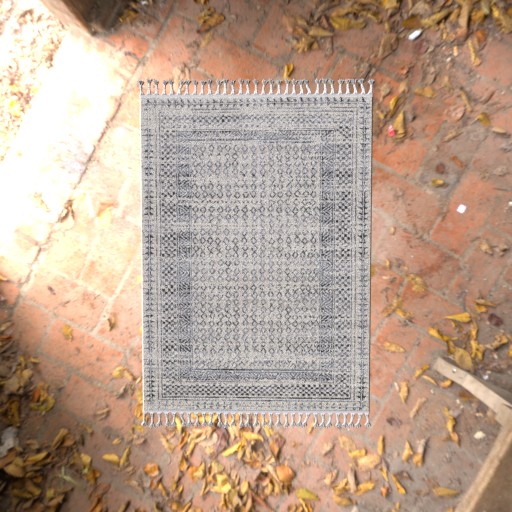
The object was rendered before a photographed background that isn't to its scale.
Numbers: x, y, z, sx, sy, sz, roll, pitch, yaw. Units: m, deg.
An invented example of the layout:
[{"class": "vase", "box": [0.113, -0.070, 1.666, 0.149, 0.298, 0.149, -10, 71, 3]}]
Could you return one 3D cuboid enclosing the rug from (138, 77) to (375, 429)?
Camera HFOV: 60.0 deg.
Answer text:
[{"class": "rug", "box": [0.000, 0.000, 2.350, 1.243, 0.013, 1.872, 0, 92, 1]}]
